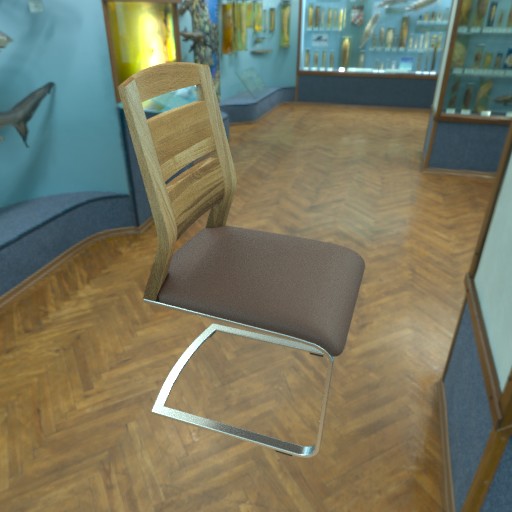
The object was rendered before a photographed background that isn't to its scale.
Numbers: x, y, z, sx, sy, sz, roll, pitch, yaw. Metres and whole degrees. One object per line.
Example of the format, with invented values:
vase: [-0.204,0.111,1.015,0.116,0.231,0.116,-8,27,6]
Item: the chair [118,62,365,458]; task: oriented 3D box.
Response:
chair: [0.000,0.000,1.231,0.570,0.970,0.460,9,30,17]
